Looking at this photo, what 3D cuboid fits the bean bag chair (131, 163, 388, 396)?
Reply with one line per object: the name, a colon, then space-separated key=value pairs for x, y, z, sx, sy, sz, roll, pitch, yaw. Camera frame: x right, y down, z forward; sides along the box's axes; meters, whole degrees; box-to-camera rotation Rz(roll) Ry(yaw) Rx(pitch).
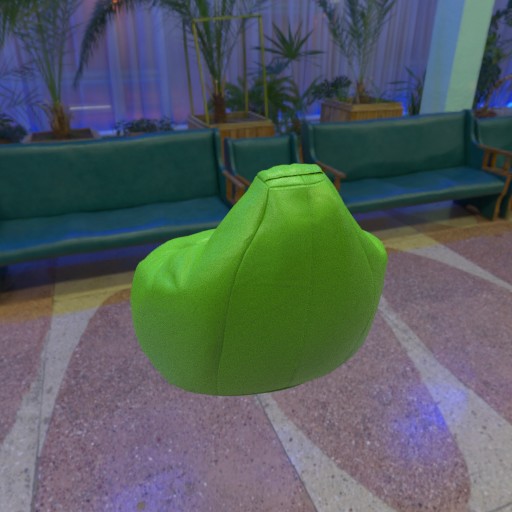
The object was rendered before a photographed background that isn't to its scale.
bean bag chair: x=0.000 y=0.000 z=1.876 sx=1.070 sy=0.990 sz=1.070 roll=-9 pitch=29 yaw=-16
